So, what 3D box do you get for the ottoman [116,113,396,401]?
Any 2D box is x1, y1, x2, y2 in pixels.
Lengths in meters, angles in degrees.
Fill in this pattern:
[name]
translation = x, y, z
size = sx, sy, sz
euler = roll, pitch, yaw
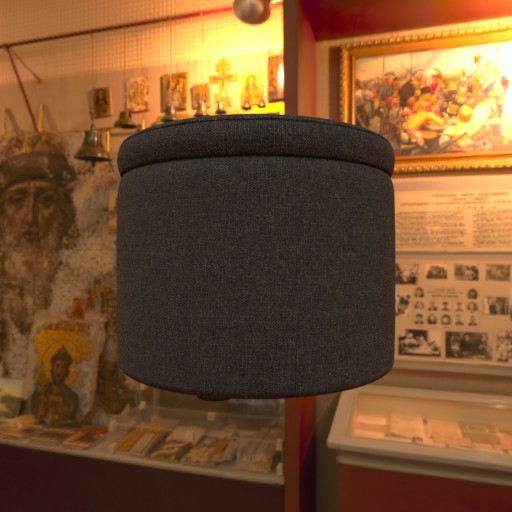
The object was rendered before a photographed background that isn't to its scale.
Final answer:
[ottoman]
translation = 0.000, 0.000, 0.866
size = 0.520, 0.430, 0.520
euler = 0, 0, 0
